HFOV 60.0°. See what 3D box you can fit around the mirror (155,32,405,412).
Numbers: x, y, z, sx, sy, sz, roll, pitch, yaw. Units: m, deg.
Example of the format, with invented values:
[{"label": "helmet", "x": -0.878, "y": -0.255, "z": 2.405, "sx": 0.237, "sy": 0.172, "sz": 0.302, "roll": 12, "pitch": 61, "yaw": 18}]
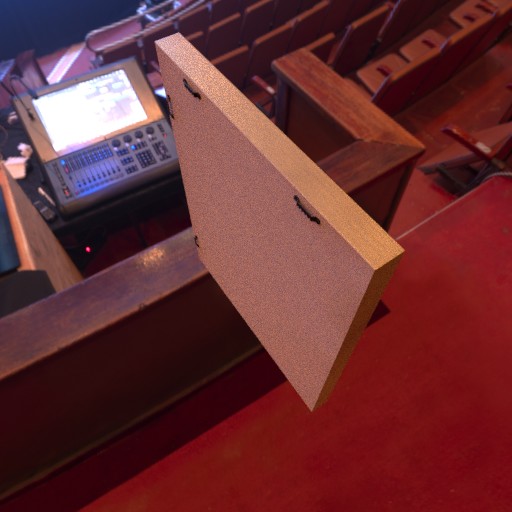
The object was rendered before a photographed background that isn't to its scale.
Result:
[{"label": "mirror", "x": 0.000, "y": 0.000, "z": 0.687, "sx": 0.041, "sy": 0.509, "sz": 0.406, "roll": -30, "pitch": 62, "yaw": -18}]
